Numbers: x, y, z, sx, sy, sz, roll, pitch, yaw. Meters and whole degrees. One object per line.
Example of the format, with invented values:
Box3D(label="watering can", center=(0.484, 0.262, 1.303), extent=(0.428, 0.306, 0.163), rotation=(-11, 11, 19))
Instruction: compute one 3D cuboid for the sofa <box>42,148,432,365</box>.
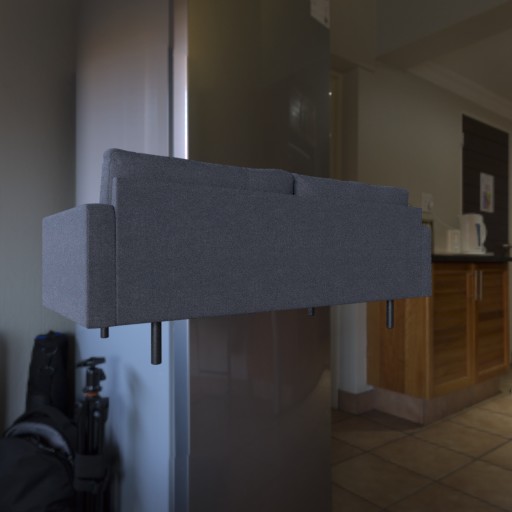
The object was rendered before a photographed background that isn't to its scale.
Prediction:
Box3D(label="sofa", center=(0.000, 0.000, 2.532), extent=(2.100, 0.880, 0.880), rotation=(0, 0, -36))
